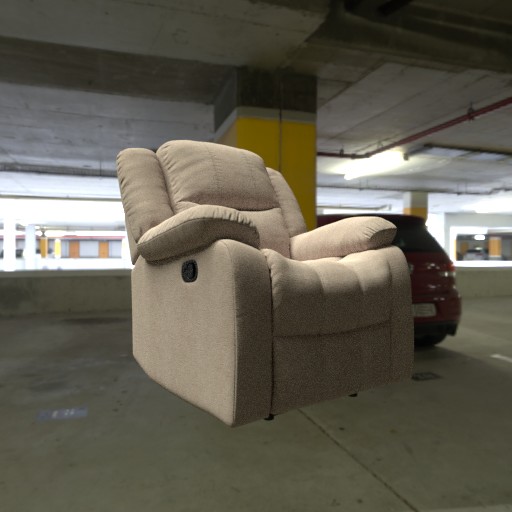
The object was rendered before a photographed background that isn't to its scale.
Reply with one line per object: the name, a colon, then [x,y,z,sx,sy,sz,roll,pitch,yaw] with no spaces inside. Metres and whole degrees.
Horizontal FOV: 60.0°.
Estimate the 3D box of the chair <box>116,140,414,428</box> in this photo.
chair: [0.000,0.000,1.753,0.899,1.008,0.944,0,0,-36]
